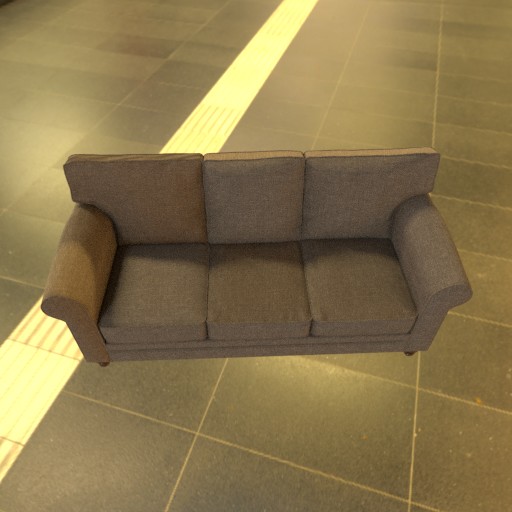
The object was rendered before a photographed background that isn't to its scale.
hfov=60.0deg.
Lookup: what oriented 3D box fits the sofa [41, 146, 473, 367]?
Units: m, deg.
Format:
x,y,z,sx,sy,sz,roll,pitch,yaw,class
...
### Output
x,y,z,sx,sy,sz,roll,pitch,yaw,class
0.000,0.000,2.502,2.084,0.961,0.916,-2,46,-2,sofa
